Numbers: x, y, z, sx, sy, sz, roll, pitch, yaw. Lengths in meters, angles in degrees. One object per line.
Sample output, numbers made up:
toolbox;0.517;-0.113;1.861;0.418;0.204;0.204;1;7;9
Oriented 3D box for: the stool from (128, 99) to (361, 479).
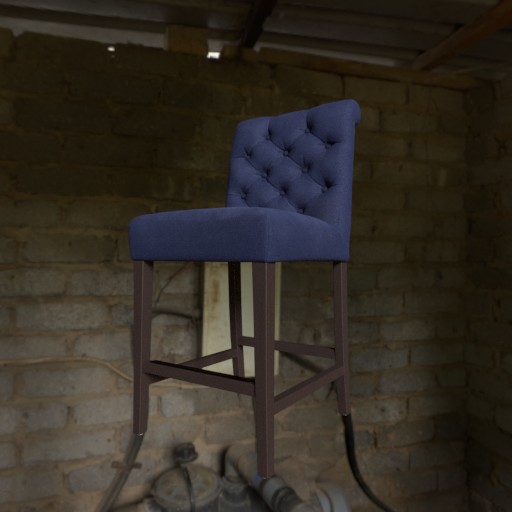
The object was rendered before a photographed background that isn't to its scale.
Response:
stool;0.000;0.000;1.360;0.493;1.010;0.601;0;1;34
